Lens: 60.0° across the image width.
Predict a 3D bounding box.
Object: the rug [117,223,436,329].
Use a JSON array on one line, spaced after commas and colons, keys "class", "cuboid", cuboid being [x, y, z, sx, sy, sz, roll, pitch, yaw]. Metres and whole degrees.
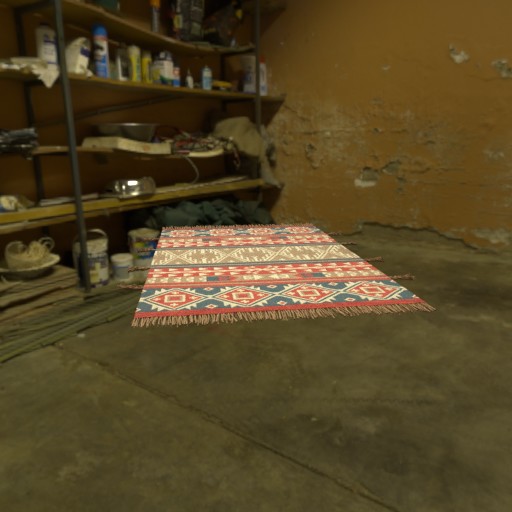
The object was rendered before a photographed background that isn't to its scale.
[{"class": "rug", "cuboid": [0.000, 0.000, 3.255, 1.778, 0.048, 2.450, -2, 15, -8]}]
